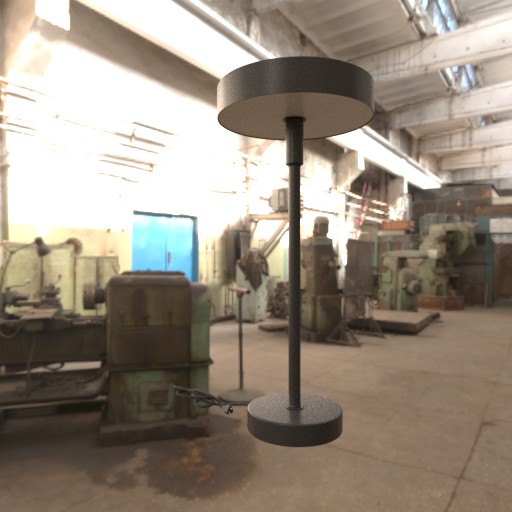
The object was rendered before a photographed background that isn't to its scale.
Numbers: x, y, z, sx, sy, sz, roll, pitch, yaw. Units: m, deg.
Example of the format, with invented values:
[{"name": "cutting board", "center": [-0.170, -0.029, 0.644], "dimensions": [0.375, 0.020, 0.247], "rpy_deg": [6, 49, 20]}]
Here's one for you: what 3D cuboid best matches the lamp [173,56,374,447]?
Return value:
[{"name": "lamp", "center": [0.000, 0.000, 0.698], "dimensions": [0.369, 0.508, 0.229], "rpy_deg": [0, 0, 36]}]
